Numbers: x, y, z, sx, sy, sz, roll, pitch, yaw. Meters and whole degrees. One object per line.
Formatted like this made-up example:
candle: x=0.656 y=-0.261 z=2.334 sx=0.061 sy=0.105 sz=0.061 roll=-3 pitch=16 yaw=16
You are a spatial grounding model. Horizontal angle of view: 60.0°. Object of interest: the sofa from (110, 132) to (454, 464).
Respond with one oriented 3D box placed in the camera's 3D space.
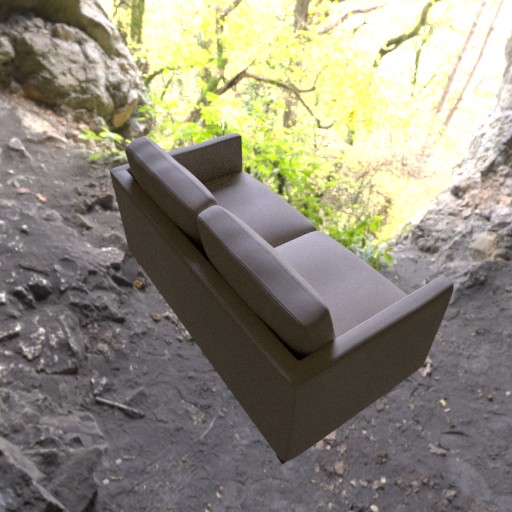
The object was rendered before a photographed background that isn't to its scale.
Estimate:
sofa: x=0.000 y=0.000 z=2.485 sx=0.950 sy=0.940 sz=1.846 roll=-24 pitch=47 yaw=-25
